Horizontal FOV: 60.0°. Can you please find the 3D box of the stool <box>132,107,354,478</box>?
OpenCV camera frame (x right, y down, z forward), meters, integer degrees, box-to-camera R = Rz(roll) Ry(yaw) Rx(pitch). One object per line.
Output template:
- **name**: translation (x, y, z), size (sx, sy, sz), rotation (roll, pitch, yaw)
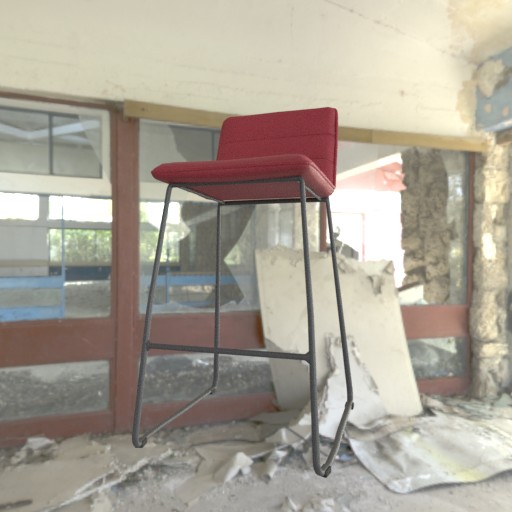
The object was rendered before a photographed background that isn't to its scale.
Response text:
- **stool**: translation (0.000, 0.000, 1.227), size (0.489, 0.937, 0.524), rotation (0, 0, 18)
